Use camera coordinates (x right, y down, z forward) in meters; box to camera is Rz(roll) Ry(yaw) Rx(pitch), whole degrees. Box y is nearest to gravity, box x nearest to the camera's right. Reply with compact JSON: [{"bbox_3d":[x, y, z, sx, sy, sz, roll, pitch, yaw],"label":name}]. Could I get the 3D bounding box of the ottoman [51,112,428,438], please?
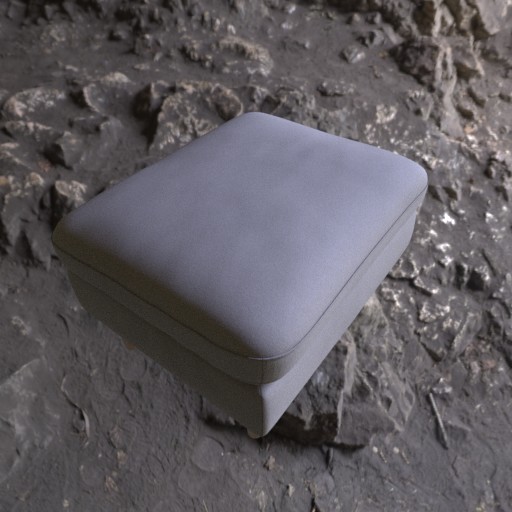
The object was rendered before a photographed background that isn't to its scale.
[{"bbox_3d":[0.000,0.000,1.131,0.593,0.478,0.747,26,49,26],"label":"ottoman"}]
